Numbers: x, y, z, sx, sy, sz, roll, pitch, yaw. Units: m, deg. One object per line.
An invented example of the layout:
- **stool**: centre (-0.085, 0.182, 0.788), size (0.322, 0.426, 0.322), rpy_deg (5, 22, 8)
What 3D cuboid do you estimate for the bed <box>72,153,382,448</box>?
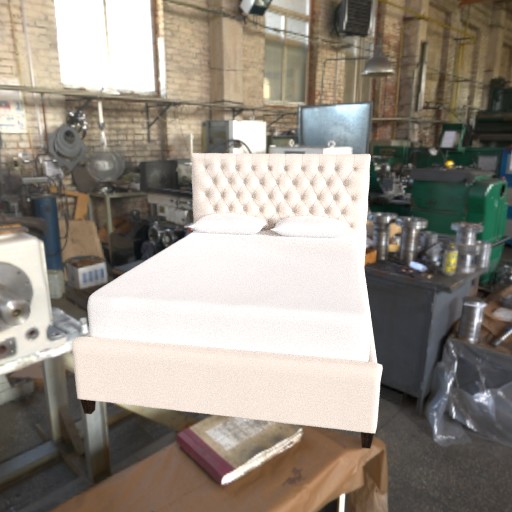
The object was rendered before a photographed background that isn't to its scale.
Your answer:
- **bed**: centre (0.000, 0.000, 3.289), size (1.696, 1.426, 2.233), rpy_deg (3, 15, 11)
